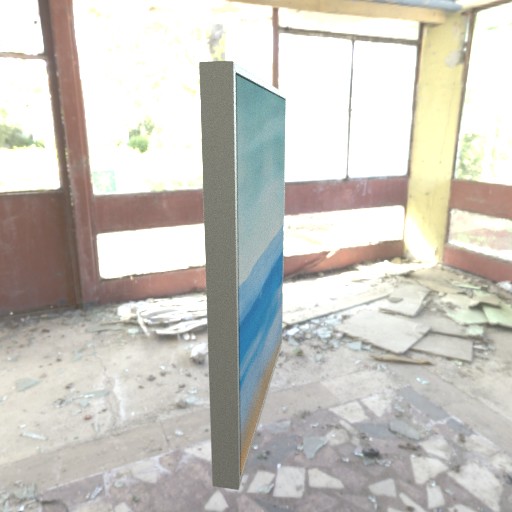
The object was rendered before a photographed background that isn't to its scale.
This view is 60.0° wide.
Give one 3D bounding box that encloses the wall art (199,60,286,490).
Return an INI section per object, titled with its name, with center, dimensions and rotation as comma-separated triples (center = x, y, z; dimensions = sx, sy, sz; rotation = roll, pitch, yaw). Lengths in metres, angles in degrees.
[wall art]
center = 0.000, 0.000, 0.757
dimensions = 0.039, 0.553, 0.445
rotation = 3, 16, 11
